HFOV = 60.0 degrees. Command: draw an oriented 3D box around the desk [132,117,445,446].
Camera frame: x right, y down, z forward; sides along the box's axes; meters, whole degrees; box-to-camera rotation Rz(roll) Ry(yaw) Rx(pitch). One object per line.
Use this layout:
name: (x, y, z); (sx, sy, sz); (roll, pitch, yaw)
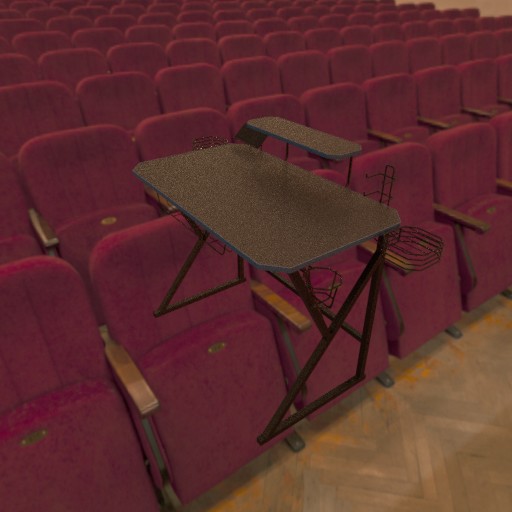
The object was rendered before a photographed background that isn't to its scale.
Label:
desk: (0.000, 0.000, 1.760); (0.594, 0.909, 1.295); (-21, 37, -30)
